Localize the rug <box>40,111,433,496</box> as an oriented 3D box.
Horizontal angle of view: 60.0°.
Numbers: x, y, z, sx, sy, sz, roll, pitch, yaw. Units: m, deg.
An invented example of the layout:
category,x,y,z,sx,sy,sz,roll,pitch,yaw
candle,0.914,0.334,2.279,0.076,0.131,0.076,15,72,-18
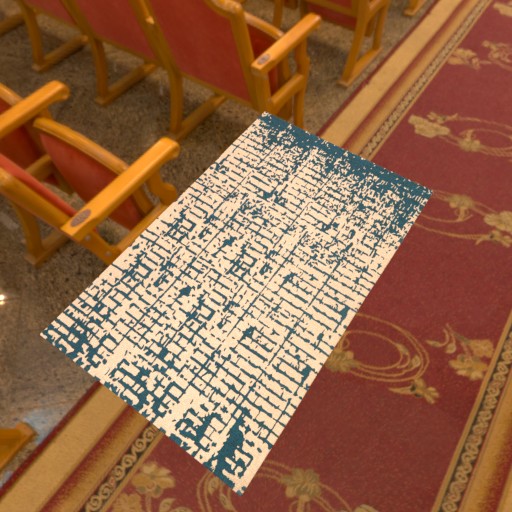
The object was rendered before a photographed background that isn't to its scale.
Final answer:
category,x,y,z,sx,sy,sz,roll,pitch,yaw
rug,0.000,0.000,2.997,1.517,0.011,2.435,31,63,17
